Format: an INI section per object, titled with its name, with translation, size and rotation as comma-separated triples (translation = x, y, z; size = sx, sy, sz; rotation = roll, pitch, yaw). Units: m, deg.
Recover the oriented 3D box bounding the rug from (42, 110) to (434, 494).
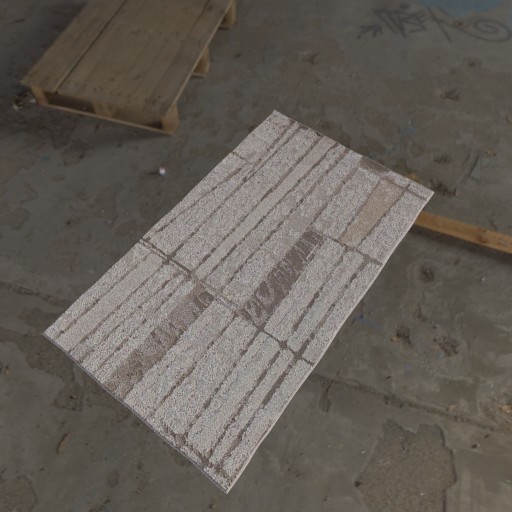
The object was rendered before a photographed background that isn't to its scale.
[rug]
translation = 0.000, 0.000, 1.055
size = 0.515, 0.007, 0.867
rotation = 33, 65, 18
